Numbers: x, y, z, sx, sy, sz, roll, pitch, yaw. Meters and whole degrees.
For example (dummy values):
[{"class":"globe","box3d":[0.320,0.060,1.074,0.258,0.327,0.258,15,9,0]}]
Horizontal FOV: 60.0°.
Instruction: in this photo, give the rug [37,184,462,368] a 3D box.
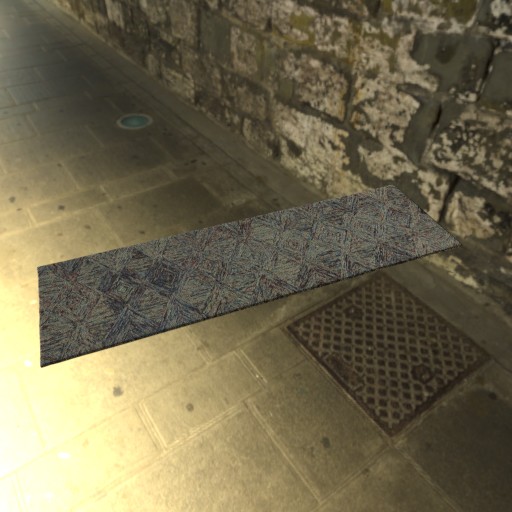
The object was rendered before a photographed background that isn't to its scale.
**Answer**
[{"class":"rug","box3d":[0.000,0.000,2.482,2.292,0.015,0.688,-14,44,-16]}]
